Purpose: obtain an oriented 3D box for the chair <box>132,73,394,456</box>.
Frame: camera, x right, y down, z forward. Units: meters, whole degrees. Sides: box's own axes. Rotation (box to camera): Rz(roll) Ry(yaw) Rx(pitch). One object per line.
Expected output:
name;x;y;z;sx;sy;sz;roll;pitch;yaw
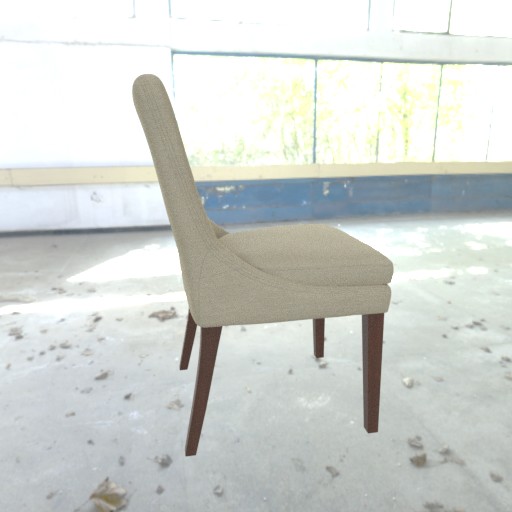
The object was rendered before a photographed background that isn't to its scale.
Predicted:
chair;0.000;0.000;1.303;0.638;0.940;0.515;-3;15;-11
